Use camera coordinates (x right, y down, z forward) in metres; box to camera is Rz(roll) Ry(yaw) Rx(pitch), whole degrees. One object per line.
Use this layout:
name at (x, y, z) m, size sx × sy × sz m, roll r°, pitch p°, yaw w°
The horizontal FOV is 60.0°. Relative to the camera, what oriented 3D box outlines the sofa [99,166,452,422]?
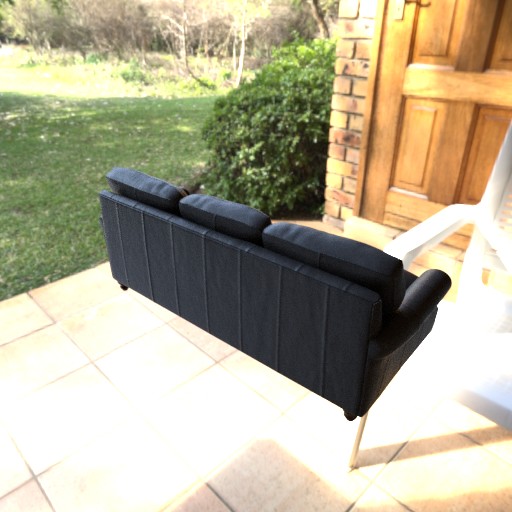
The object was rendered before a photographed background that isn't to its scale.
sofa at (0.000, 0.000, 3.020) m, size 2.387 × 0.977 × 0.974 m, roll 22°, pitch 35°, yaw 34°
